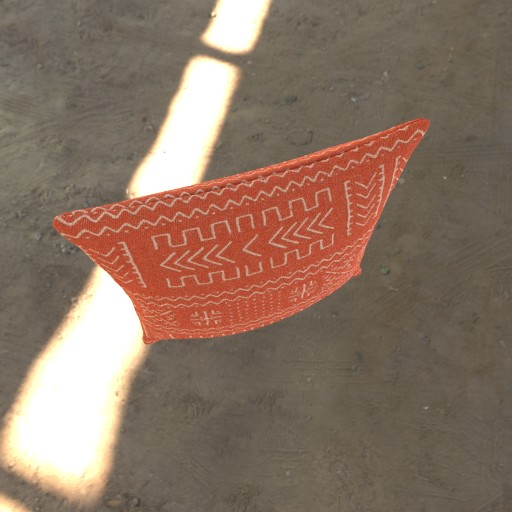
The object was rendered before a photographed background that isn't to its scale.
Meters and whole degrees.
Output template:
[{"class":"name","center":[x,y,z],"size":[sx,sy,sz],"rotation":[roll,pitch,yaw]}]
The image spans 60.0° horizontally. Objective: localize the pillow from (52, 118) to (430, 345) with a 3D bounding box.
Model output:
[{"class":"pillow","center":[0.000,0.000,0.664],"size":[0.438,0.429,0.164],"rotation":[-17,64,-9]}]
